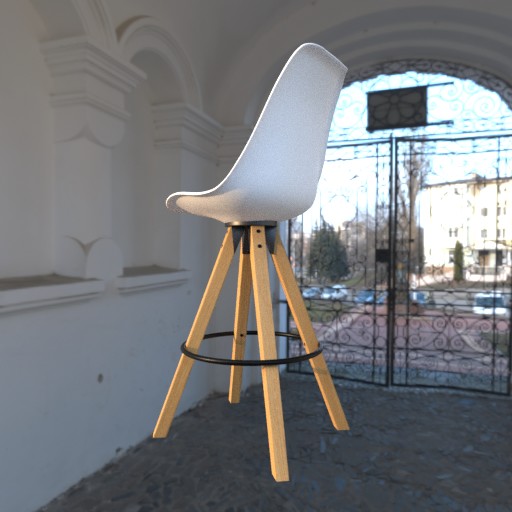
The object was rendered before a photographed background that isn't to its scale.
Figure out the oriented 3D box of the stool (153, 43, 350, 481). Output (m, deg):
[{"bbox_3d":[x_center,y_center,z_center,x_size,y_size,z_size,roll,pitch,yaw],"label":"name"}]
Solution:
[{"bbox_3d":[0.000,0.000,1.387,0.549,1.115,0.482,1,1,35],"label":"stool"}]
